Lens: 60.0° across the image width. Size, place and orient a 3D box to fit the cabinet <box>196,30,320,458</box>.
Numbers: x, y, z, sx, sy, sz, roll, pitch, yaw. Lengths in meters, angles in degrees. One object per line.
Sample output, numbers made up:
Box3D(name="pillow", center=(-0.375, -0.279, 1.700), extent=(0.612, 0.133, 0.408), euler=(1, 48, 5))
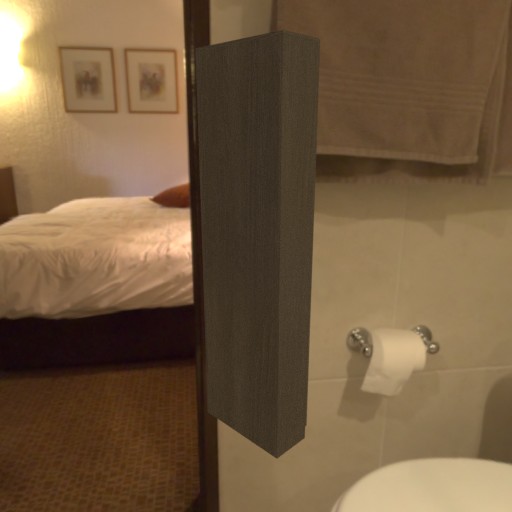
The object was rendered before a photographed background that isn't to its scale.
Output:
Box3D(name="cabinet", center=(0.000, 0.000, 2.043), extent=(0.500, 1.790, 0.230), euler=(15, 22, 43))
